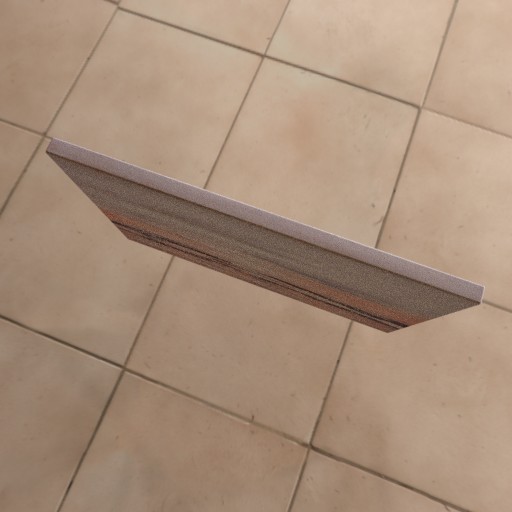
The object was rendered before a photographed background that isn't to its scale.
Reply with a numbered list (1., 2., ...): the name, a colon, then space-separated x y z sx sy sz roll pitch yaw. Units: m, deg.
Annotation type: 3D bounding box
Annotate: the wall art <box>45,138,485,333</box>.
1. wall art: 0.000 0.000 1.168 0.913 0.609 0.038 20 76 5
